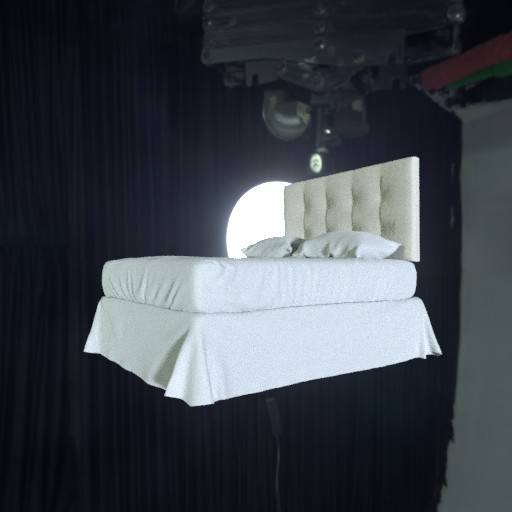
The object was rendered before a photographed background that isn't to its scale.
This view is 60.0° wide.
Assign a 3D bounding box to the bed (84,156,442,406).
[{"bbox_3d":[0.000,0.000,3.564,2.222,1.577,1.936,1,-1,-36],"label":"bed"}]
